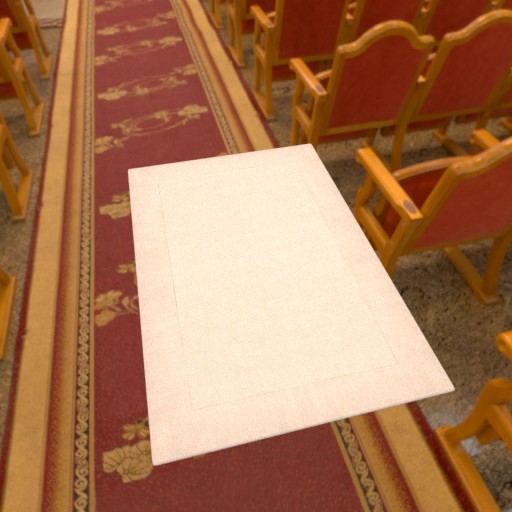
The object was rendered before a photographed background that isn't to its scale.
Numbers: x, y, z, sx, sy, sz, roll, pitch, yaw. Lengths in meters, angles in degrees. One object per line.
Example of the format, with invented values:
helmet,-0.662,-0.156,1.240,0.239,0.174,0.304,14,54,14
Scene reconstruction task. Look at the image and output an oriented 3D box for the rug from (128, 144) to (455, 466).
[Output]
rug,0.000,0.000,2.301,1.219,0.013,1.829,-10,48,-9
